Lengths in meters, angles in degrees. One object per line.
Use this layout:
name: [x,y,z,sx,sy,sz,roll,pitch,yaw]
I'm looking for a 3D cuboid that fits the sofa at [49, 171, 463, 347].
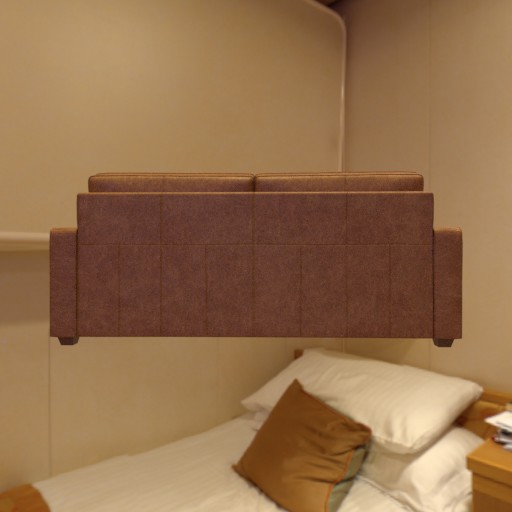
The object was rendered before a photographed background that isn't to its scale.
sofa: [0.000,0.000,2.732,2.156,0.928,0.991,0,0,1]
